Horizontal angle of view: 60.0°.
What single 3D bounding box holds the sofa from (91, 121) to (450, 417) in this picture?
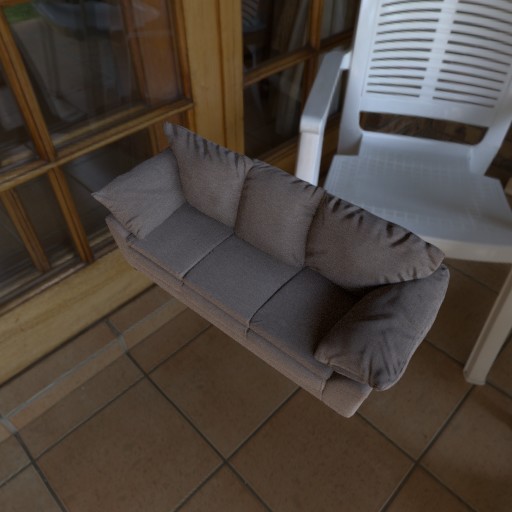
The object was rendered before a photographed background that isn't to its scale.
[{"bbox_3d":[0.000,0.000,3.032,2.390,1.043,0.927,30,53,26],"label":"sofa"}]
